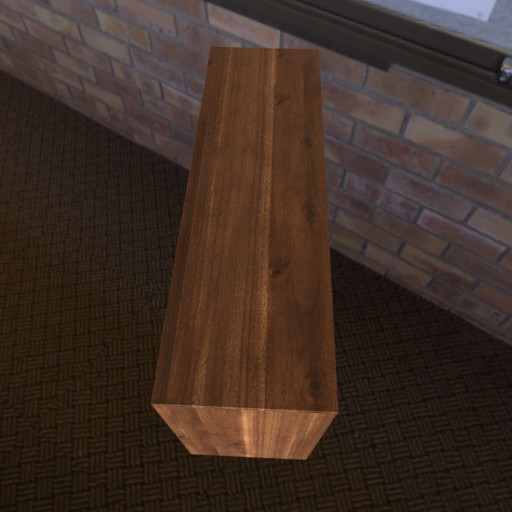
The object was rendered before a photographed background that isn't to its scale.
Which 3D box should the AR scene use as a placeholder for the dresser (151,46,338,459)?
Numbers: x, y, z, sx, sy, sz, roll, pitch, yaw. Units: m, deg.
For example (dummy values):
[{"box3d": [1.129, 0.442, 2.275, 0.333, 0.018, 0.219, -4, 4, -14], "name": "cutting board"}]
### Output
[{"box3d": [0.000, 0.000, 1.764, 0.438, 0.892, 1.387, 2, 58, 1], "name": "dresser"}]
